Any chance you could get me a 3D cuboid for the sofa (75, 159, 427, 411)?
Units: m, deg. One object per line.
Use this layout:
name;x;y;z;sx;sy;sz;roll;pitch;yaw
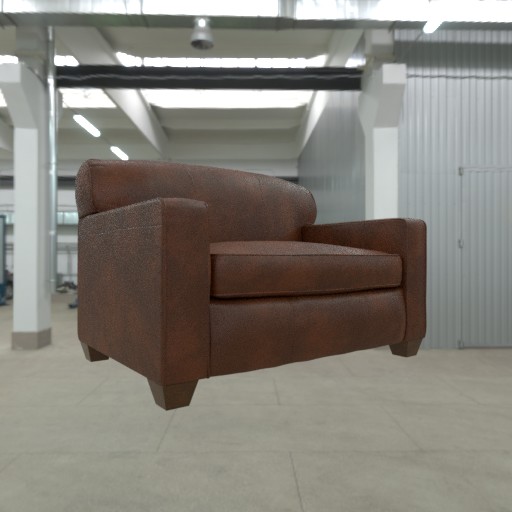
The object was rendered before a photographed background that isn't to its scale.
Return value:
sofa;0.000;0.000;2.094;1.413;0.956;1.000;0;0;-36
